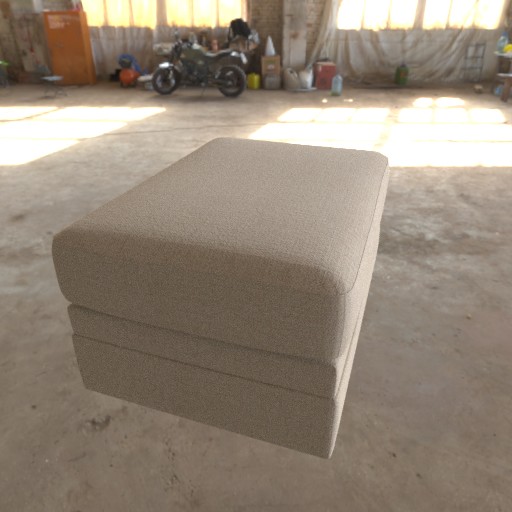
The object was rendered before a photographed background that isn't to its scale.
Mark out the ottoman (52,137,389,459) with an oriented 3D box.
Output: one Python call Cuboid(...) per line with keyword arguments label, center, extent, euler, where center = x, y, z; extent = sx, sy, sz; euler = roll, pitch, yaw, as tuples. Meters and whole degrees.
Cuboid(label="ottoman", center=(0.000, 0.000, 1.247), extent=(0.637, 0.478, 0.885), euler=(10, 31, 16))
